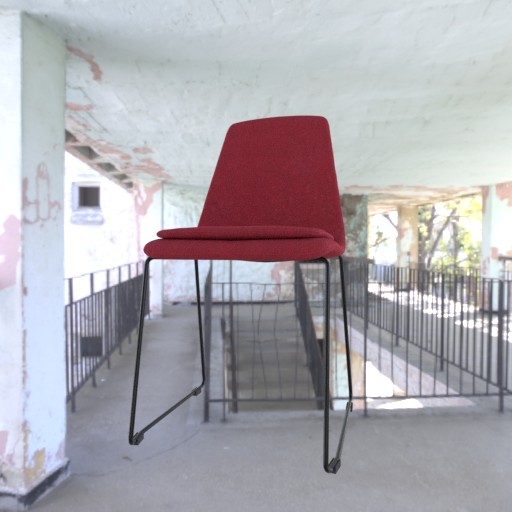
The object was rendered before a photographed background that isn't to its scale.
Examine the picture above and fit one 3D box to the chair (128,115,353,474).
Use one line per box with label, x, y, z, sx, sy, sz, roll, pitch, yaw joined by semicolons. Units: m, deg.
chair;0.000;0.000;1.157;0.479;0.858;0.518;0;1;16
